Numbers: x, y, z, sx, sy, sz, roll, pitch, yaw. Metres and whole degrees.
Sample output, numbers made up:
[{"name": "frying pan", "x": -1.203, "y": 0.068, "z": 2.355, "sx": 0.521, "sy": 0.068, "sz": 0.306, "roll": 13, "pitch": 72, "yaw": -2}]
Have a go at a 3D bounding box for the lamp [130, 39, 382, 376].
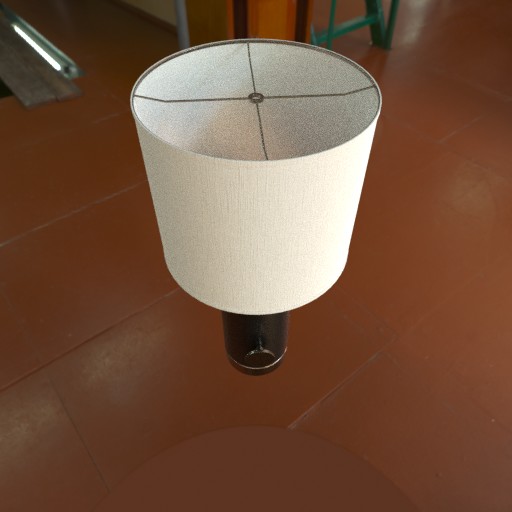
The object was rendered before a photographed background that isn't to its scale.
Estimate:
[{"name": "lamp", "x": 0.000, "y": 0.000, "z": 0.609, "sx": 0.241, "sy": 0.482, "sz": 0.240, "roll": -3, "pitch": 47, "yaw": -3}]
